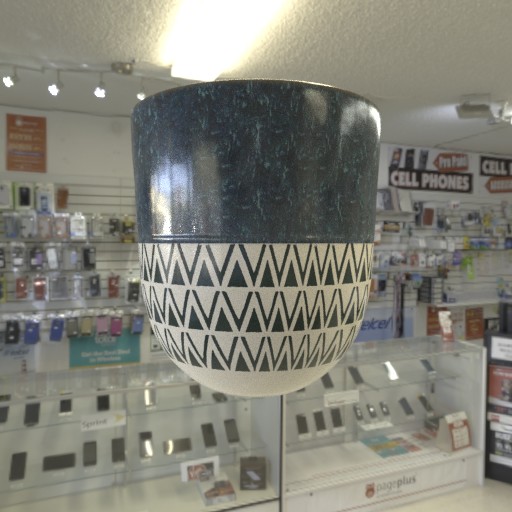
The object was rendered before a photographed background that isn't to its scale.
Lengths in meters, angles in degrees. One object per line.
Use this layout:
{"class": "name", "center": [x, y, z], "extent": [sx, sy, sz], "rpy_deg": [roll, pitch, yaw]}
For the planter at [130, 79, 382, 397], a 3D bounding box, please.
{"class": "planter", "center": [0.000, 0.000, 0.360], "extent": [0.195, 0.214, 0.195], "rpy_deg": [0, 2, 0]}
